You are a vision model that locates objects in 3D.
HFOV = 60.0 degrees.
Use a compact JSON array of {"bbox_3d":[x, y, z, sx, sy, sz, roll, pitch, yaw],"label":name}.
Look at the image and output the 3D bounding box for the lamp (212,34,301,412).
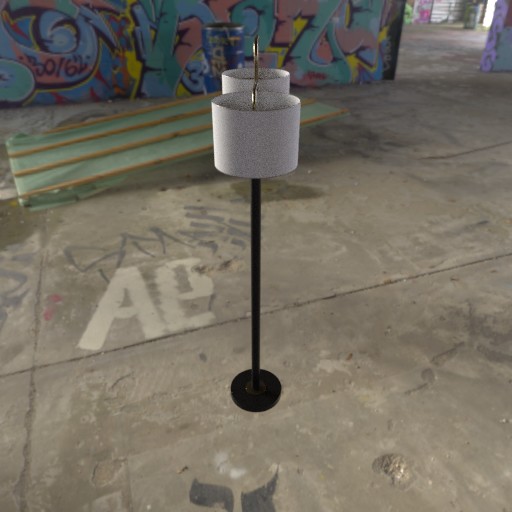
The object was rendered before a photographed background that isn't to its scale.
[{"bbox_3d":[0.000,0.000,1.803,0.254,1.587,0.711,0,31,0],"label":"lamp"}]
